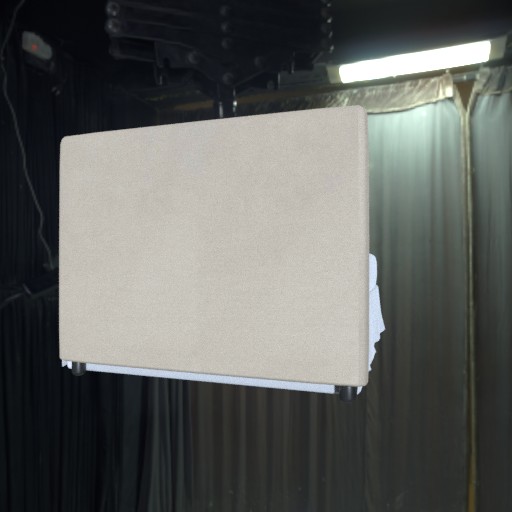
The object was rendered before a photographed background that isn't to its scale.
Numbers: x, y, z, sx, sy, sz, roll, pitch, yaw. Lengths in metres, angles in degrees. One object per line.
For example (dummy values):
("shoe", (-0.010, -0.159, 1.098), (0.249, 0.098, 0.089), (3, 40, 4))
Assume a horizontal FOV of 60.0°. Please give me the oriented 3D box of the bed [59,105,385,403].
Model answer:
("bed", (0.000, 0.000, 3.184), (1.723, 1.330, 2.142), (0, 0, 18))
